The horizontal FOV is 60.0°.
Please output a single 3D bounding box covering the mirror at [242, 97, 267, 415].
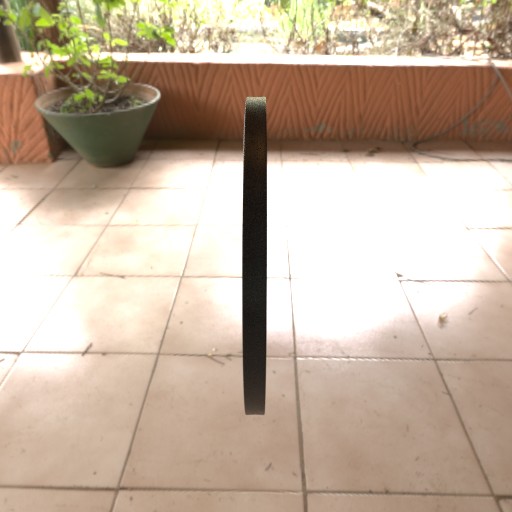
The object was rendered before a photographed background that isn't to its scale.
[{"bbox_3d":[0.000,0.000,0.837,0.032,0.565,0.565,0,31,0],"label":"mirror"}]
